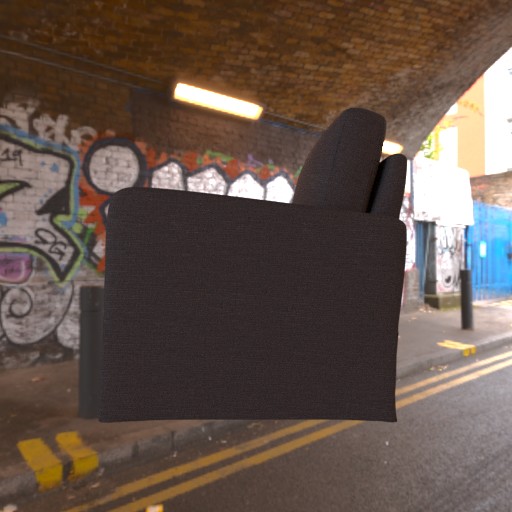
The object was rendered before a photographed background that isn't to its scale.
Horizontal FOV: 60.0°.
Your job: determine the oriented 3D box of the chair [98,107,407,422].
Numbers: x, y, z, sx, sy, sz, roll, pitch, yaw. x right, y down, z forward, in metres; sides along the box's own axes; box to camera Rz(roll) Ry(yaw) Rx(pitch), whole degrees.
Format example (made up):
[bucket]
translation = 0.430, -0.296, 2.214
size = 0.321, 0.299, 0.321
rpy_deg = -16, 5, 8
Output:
[chair]
translation = 0.000, 0.000, 1.516
size = 0.863, 0.855, 0.798
rpy_deg = 0, 0, 0
